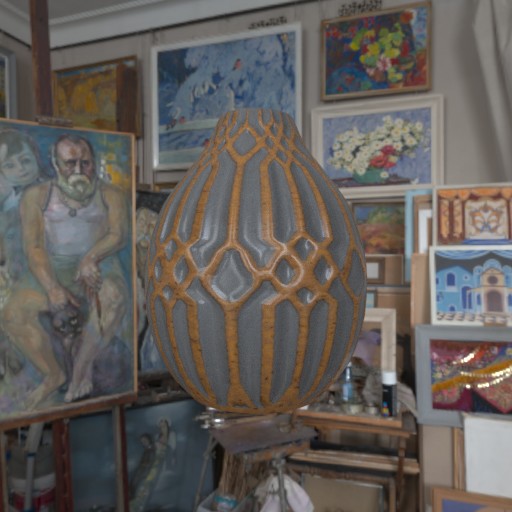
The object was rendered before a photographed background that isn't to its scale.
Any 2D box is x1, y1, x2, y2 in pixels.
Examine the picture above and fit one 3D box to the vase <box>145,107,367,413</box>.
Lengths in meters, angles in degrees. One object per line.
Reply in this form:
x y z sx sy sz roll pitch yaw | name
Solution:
0.000 0.000 0.142 0.069 0.088 0.069 0 0 0 | vase
